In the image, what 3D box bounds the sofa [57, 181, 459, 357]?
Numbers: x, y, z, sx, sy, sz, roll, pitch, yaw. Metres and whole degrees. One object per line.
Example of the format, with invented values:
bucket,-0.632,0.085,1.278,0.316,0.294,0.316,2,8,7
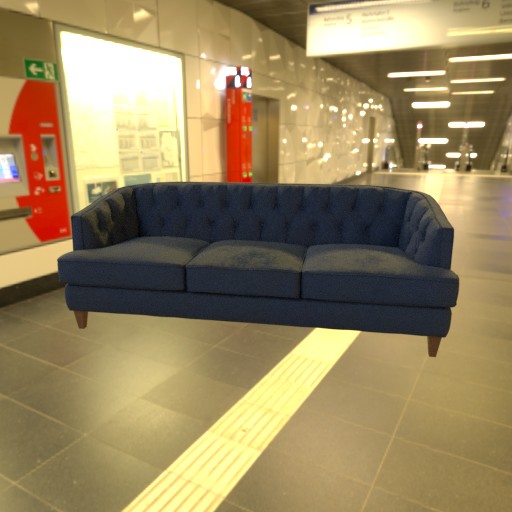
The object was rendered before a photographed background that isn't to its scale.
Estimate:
sofa,0.000,0.000,2.856,2.278,0.855,0.941,3,15,10
